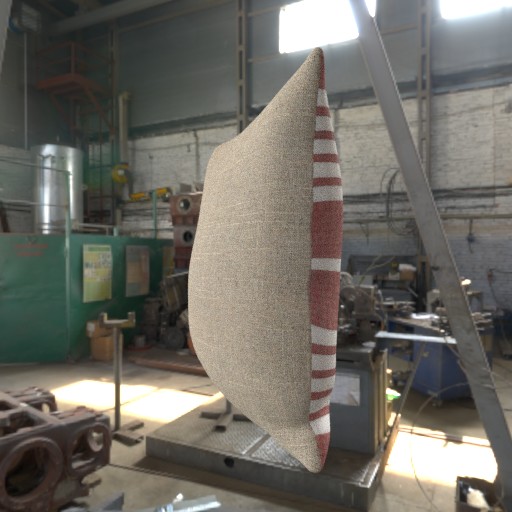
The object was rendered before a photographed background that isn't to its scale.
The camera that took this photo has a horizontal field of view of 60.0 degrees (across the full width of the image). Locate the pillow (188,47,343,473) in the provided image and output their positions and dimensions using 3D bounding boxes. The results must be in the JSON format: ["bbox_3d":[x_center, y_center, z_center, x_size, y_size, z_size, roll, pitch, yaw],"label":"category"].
[{"bbox_3d":[0.000,0.000,0.643,0.182,0.427,0.439,0,1,-18],"label":"pillow"}]
